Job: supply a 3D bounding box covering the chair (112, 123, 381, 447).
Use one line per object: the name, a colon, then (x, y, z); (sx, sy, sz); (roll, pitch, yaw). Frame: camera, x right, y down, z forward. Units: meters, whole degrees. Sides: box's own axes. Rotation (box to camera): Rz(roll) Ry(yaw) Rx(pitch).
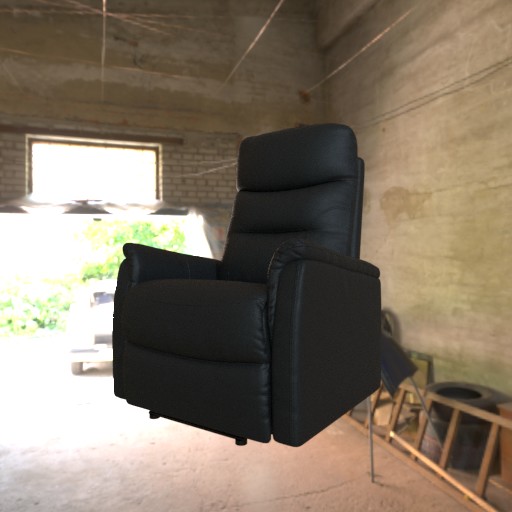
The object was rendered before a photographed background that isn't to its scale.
chair: (0.000, 0.000, 1.671); (0.775, 1.082, 0.831); (0, 0, 35)
